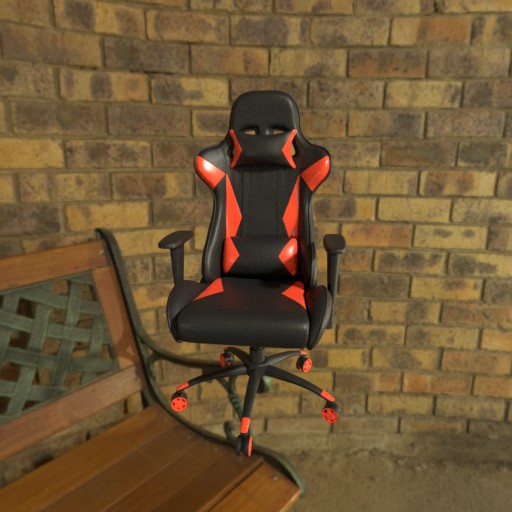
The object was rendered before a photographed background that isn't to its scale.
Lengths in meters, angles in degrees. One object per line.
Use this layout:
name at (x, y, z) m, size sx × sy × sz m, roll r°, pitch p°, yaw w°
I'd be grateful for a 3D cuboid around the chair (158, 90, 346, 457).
chair at (0.000, 0.000, 1.721) m, size 0.695 × 1.282 × 0.730 m, roll 2°, pitch 13°, yaw 7°
